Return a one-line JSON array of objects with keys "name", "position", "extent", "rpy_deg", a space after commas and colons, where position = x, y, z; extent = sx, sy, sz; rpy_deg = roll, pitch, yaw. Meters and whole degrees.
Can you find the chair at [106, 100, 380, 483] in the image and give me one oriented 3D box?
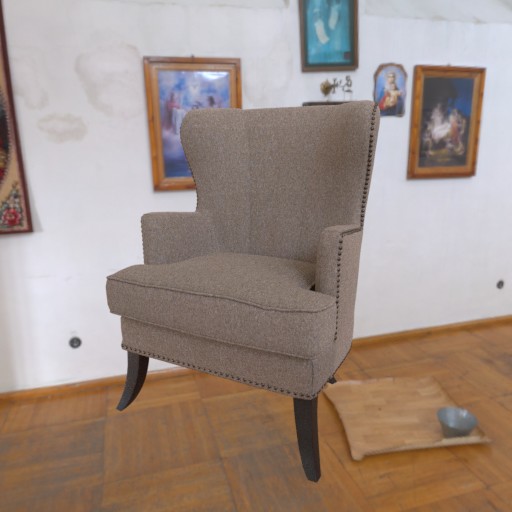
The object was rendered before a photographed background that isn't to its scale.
[{"name": "chair", "position": [0.000, 0.000, 1.578], "extent": [0.759, 1.060, 0.758], "rpy_deg": [7, 15, 27]}]
